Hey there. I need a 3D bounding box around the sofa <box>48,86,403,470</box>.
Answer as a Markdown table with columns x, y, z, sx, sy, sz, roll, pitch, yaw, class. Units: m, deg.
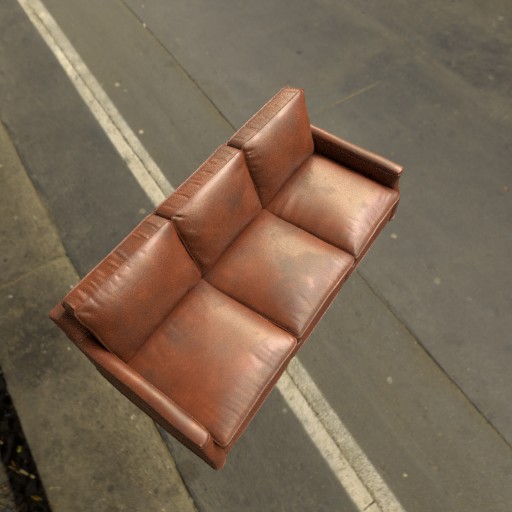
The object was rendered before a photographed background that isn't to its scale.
| x | y | z | sx | sy | sz | roll | pitch | yaw | class |
| --- | --- | --- | --- | --- | --- | --- | --- | --- | --- |
| 0.000 | 0.000 | 2.840 | 1.084 | 1.003 | 2.240 | 31 | 63 | 18 | sofa |
